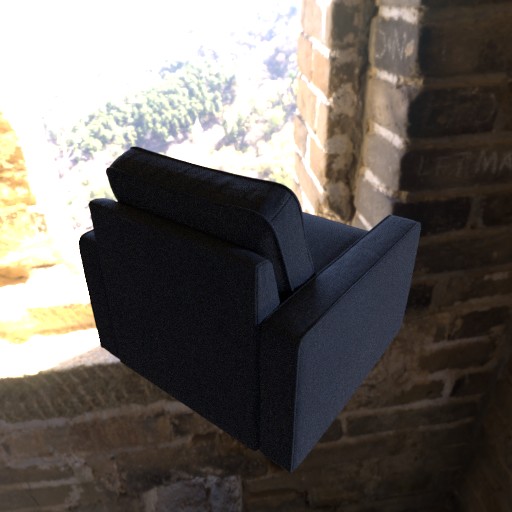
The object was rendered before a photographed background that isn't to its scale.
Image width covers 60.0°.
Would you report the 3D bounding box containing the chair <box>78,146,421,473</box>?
[{"bbox_3d":[0.000,0.000,1.770,1.017,0.919,0.940,21,36,32],"label":"chair"}]
